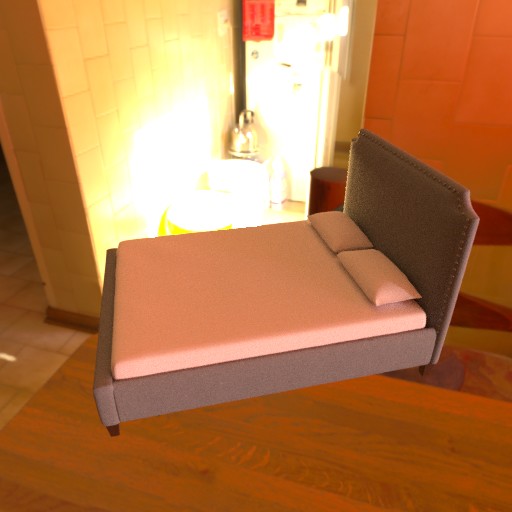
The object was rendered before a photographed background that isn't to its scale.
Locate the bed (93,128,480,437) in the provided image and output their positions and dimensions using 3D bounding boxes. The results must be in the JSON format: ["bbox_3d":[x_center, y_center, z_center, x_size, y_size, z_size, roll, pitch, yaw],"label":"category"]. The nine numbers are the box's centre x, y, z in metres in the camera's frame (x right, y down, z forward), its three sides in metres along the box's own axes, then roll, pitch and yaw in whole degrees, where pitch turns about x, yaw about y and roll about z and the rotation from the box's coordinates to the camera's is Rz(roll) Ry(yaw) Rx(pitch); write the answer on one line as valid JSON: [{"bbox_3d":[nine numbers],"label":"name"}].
[{"bbox_3d":[0.000,0.000,3.382,2.372,1.443,1.712,-7,32,-12],"label":"bed"}]
